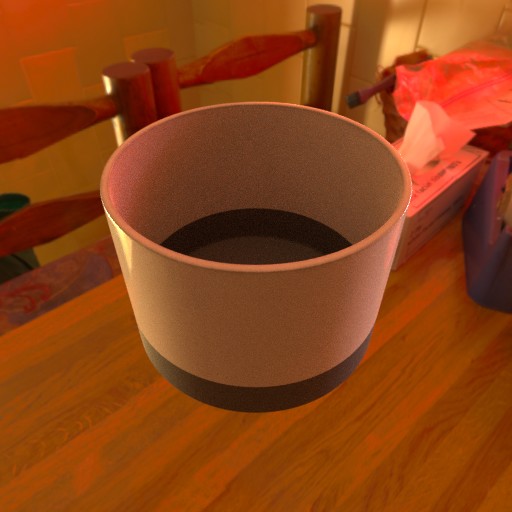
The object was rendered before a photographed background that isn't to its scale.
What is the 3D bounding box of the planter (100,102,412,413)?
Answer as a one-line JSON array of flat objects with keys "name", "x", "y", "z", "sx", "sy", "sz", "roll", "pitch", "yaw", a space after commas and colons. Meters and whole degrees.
[{"name": "planter", "x": 0.000, "y": 0.000, "z": 0.224, "sx": 0.128, "sy": 0.105, "sz": 0.128, "roll": 0, "pitch": 43, "yaw": 0}]
